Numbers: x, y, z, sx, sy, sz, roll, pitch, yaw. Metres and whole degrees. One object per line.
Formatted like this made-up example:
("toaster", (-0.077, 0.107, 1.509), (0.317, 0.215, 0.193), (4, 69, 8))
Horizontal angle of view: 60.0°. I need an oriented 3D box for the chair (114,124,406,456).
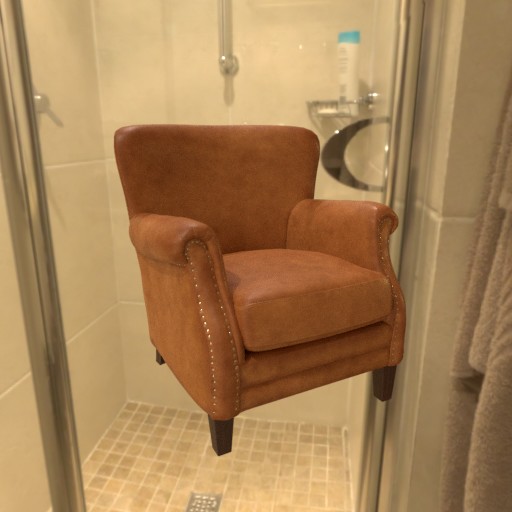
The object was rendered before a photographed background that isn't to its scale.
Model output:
("chair", (0.000, 0.000, 1.630), (0.861, 0.936, 0.921), (-8, 17, -27))
